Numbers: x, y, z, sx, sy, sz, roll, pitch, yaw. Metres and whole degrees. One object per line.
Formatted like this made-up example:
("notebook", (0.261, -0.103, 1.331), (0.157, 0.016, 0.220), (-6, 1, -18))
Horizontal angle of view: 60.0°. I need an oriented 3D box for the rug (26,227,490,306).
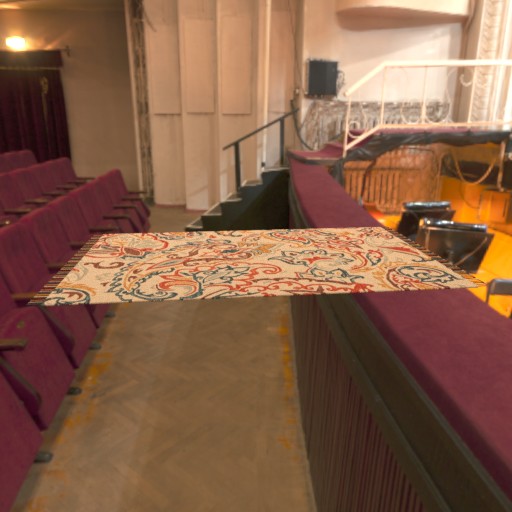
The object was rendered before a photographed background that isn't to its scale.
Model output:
("rug", (0.000, 0.000, 3.168), (2.584, 0.010, 1.523), (-2, 17, -6))
